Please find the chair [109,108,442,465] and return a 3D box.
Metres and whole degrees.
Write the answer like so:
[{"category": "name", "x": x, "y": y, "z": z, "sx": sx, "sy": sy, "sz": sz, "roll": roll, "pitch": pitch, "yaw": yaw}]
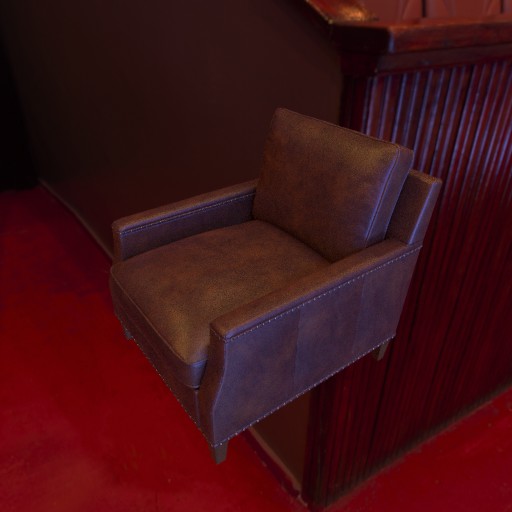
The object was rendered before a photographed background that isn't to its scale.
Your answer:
[{"category": "chair", "x": 0.000, "y": 0.000, "z": 1.756, "sx": 1.014, "sy": 0.929, "sz": 0.853, "roll": -21, "pitch": 38, "yaw": -30}]
